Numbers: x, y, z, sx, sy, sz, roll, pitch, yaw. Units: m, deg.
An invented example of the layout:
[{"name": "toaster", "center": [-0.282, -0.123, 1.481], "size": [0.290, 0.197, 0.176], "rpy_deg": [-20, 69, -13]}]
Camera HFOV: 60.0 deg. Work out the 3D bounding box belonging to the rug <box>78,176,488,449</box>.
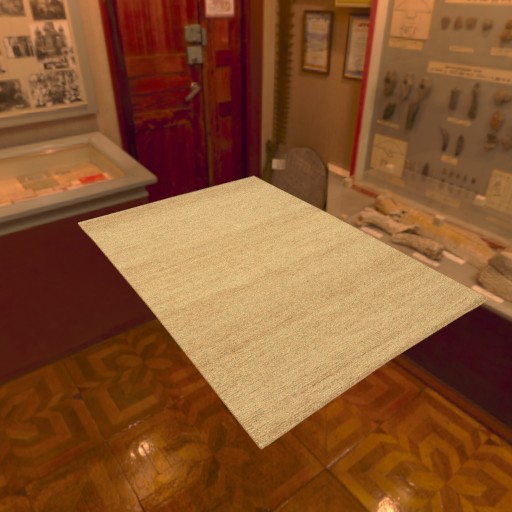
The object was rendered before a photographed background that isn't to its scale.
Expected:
[{"name": "rug", "center": [0.000, 0.000, 2.868], "size": [1.596, 0.030, 2.283], "rpy_deg": [-21, 37, -30]}]
